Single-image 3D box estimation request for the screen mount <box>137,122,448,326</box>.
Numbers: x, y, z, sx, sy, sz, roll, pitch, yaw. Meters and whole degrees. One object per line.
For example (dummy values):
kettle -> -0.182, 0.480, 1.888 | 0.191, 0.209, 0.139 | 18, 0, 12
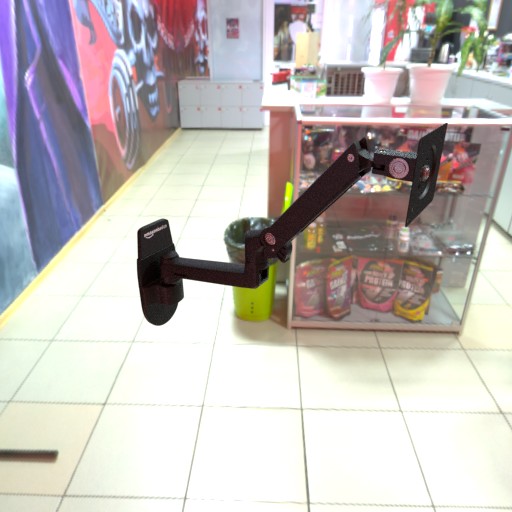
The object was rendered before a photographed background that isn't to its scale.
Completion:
screen mount -> 0.000, 0.000, 0.733 | 0.495, 0.466, 0.115 | 18, 32, 30
